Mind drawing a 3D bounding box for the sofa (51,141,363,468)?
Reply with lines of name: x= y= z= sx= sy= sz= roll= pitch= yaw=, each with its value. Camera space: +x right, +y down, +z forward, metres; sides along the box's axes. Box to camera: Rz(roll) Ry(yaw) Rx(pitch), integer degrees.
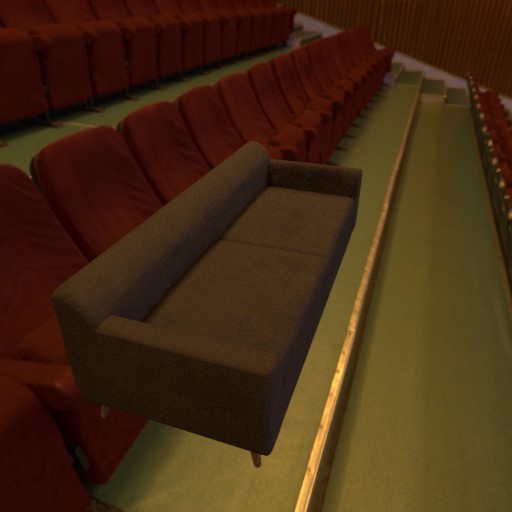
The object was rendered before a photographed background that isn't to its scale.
sofa: x=0.000 y=0.000 z=2.608 sx=0.900 sy=0.740 sz=2.190 roll=10 pitch=32 yaw=17
